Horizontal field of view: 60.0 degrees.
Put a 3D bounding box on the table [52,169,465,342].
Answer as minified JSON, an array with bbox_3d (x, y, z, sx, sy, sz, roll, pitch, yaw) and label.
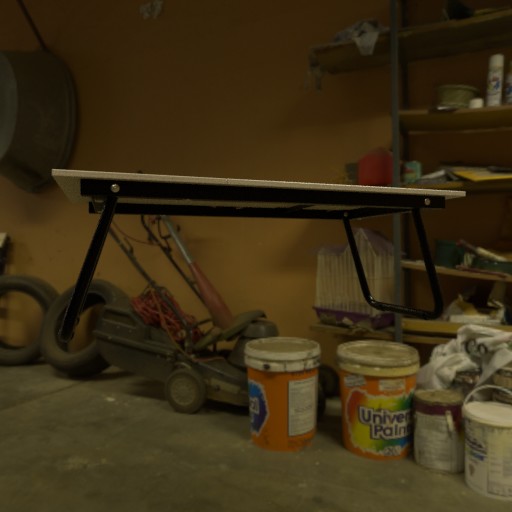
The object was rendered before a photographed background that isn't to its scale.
[{"bbox_3d":[0.000,0.000,0.803,0.644,0.242,0.322,0,1,-19],"label":"table"}]
